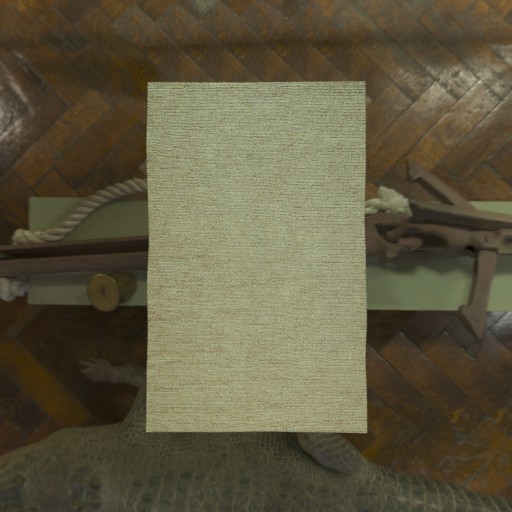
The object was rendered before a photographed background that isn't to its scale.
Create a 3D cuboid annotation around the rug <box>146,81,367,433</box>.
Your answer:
[{"bbox_3d":[0.000,0.000,3.080,1.533,0.011,2.439,0,89,1],"label":"rug"}]
